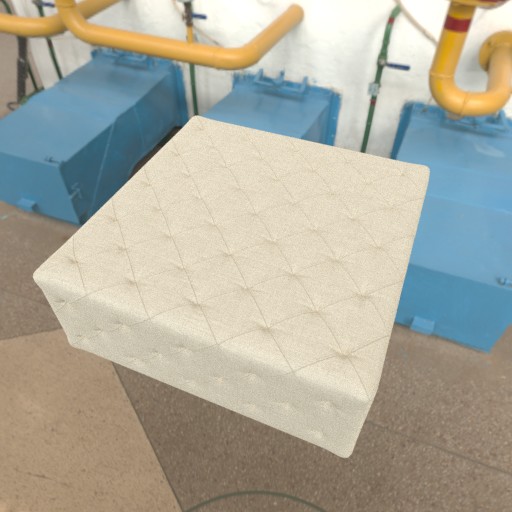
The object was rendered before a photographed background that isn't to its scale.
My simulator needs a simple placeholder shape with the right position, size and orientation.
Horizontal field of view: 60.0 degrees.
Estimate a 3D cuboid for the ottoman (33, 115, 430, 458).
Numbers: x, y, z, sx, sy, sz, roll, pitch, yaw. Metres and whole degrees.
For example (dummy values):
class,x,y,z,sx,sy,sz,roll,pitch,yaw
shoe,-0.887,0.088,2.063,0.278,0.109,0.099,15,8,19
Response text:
class,x,y,z,sx,sy,sz,roll,pitch,yaw
ottoman,0.000,0.000,1.639,1.028,0.439,1.028,17,49,15
